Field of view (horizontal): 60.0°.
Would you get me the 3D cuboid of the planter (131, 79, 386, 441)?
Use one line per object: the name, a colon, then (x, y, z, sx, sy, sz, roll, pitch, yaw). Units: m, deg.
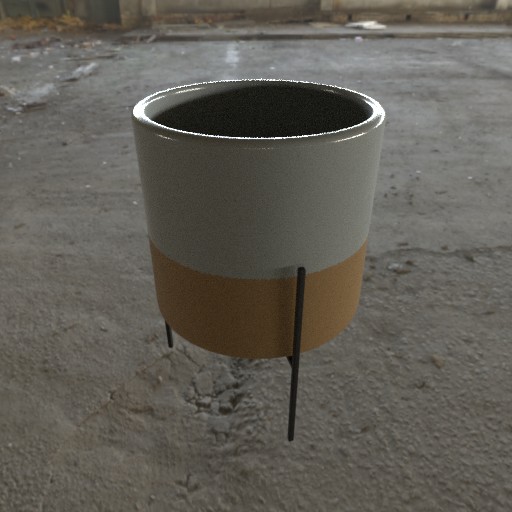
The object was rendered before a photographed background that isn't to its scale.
planter: (0.000, 0.000, 0.646, 0.310, 0.432, 0.310, -1, 32, -2)
